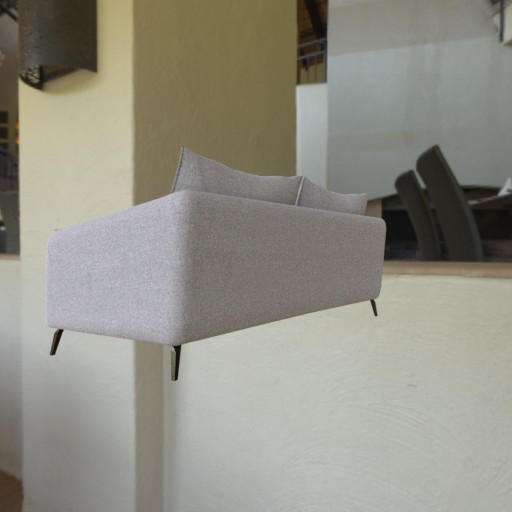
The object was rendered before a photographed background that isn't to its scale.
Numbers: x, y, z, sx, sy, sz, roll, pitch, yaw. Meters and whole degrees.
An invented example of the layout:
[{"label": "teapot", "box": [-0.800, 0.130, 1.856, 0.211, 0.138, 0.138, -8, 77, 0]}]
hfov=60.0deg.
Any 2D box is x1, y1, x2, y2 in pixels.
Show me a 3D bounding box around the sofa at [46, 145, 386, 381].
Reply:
[{"label": "sofa", "box": [0.000, 0.000, 2.473, 0.809, 0.833, 2.022, 1, 1, 37]}]
